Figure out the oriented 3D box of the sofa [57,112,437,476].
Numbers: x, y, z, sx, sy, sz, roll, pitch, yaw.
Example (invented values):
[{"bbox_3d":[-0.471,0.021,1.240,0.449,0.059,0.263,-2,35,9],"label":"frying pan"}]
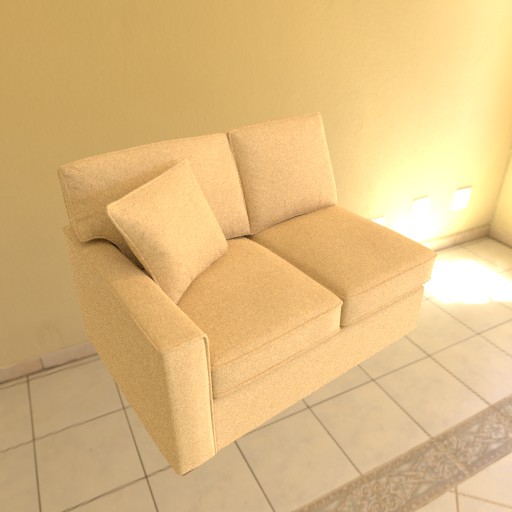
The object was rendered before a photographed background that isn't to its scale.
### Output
[{"bbox_3d":[0.000,0.000,1.993,1.388,0.989,0.991,-21,36,-31],"label":"sofa"}]
